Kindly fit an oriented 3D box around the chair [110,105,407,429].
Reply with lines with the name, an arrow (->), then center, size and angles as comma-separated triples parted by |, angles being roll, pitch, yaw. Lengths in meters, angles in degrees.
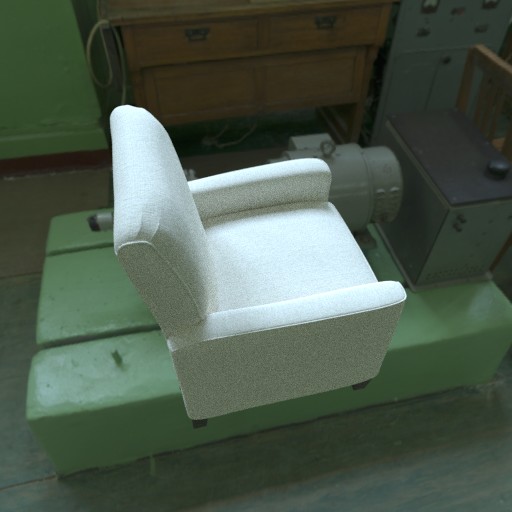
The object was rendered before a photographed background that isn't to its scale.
chair -> 0.000, 0.000, 1.664 | 0.858, 1.028, 0.841 | -10, 47, -10
